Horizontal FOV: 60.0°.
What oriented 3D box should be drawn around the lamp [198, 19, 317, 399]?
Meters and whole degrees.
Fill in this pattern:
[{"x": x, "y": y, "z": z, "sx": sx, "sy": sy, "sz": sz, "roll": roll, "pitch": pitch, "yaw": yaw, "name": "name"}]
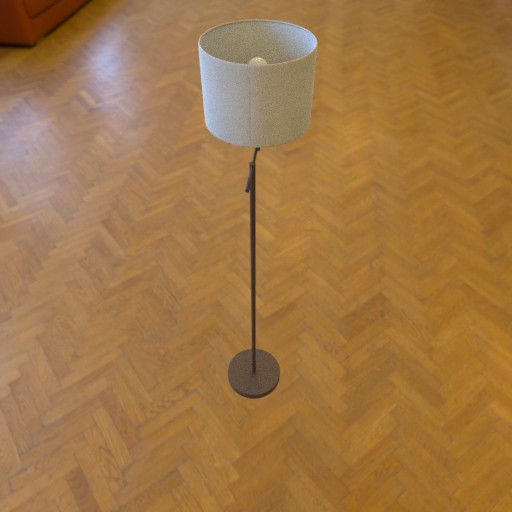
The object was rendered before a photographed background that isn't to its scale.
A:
[{"x": 0.000, "y": 0.000, "z": 1.750, "sx": 0.324, "sy": 1.600, "sz": 0.416, "roll": 5, "pitch": 46, "yaw": 4, "name": "lamp"}]
